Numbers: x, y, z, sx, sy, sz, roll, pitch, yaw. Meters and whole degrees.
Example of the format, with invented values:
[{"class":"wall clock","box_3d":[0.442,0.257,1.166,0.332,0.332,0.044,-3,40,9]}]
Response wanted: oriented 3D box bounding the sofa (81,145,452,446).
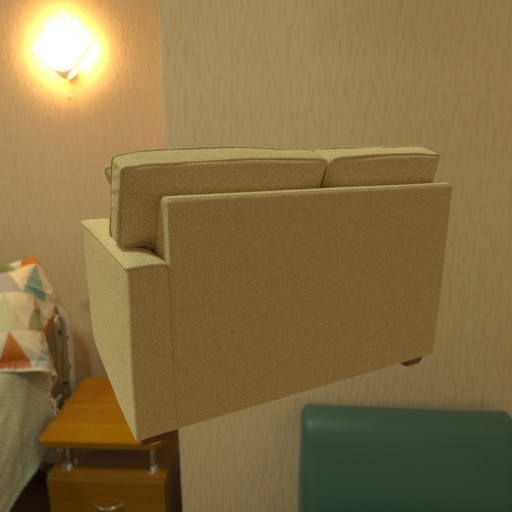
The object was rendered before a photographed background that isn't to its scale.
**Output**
[{"class":"sofa","box_3d":[0.000,0.000,2.038,1.388,0.989,0.991,-7,15,-27]}]
